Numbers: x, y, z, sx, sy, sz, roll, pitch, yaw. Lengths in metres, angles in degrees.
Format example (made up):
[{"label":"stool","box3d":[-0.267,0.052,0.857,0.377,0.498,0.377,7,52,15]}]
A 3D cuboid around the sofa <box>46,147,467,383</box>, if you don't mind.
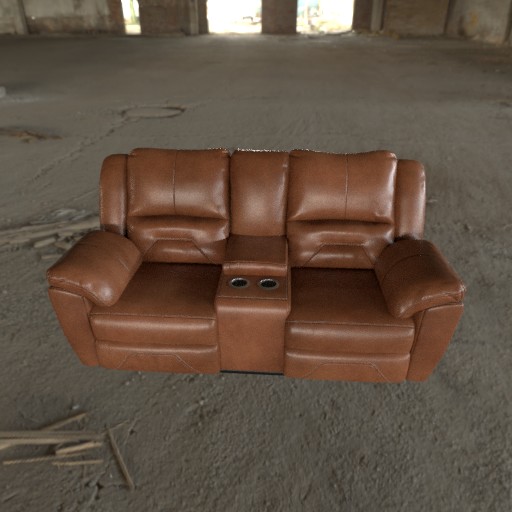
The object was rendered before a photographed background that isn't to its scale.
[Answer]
[{"label":"sofa","box3d":[0.000,0.000,2.550,2.058,1.043,0.991,2,29,3]}]
